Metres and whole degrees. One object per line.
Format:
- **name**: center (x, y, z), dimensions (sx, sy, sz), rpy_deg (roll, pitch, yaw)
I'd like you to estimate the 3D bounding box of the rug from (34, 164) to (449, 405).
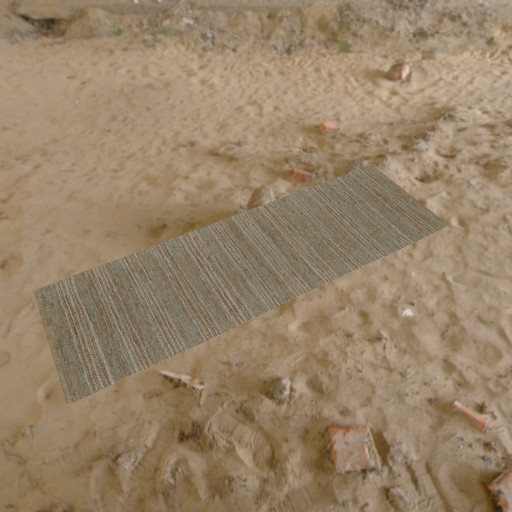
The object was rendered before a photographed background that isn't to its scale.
- **rug**: center (0.000, 0.000, 2.677), dimensions (2.438, 0.006, 0.783), rpy_deg (-23, 51, -20)
